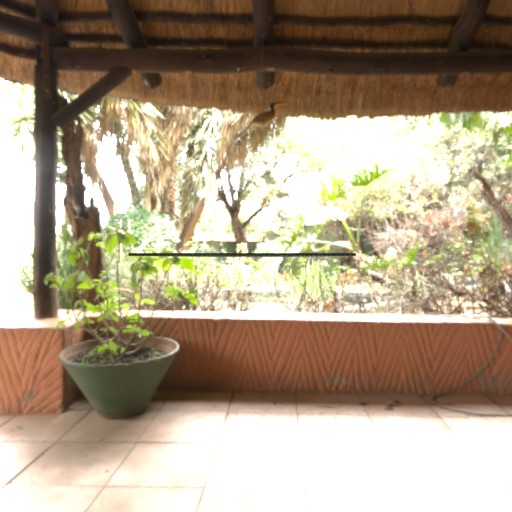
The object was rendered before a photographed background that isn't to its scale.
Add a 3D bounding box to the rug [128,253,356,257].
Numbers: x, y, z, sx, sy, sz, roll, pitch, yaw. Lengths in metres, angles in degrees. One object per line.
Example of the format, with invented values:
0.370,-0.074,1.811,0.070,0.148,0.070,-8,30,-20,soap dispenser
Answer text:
0.000,0.000,2.664,0.744,0.010,2.441,0,0,2,rug
